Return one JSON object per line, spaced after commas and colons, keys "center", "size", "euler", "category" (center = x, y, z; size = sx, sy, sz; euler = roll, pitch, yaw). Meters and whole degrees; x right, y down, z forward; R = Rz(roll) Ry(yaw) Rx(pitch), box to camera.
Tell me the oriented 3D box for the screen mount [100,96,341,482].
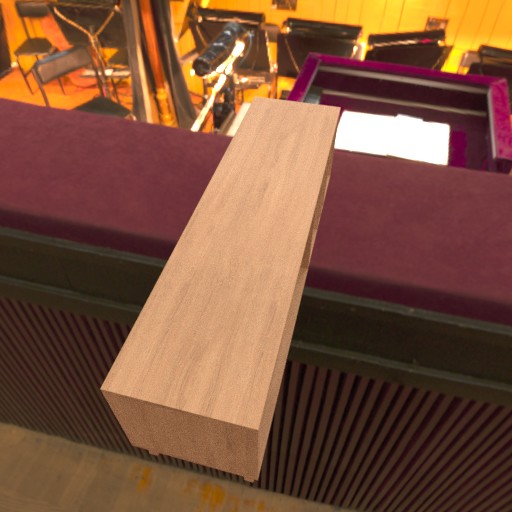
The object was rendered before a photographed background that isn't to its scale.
{"center": [0.000, 0.000, 1.730], "size": [0.400, 0.510, 1.500], "euler": [11, 48, 10], "category": "screen mount"}
